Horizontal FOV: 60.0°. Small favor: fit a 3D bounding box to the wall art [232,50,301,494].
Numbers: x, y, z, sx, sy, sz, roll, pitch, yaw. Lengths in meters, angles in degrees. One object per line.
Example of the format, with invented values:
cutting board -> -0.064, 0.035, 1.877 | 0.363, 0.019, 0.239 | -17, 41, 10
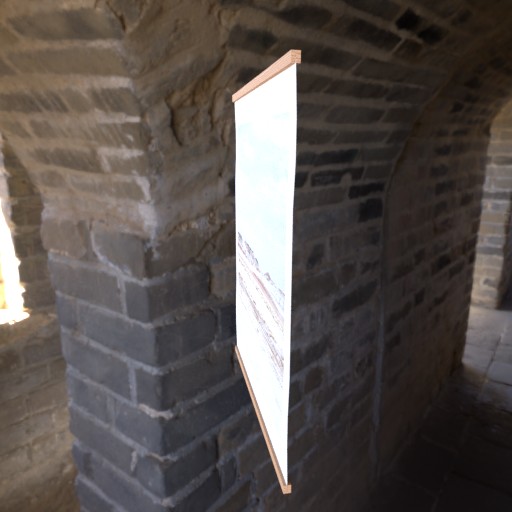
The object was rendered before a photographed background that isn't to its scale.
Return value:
wall art -> 0.000, 0.000, 0.680 | 0.010, 0.507, 0.404 | -3, 14, -11
